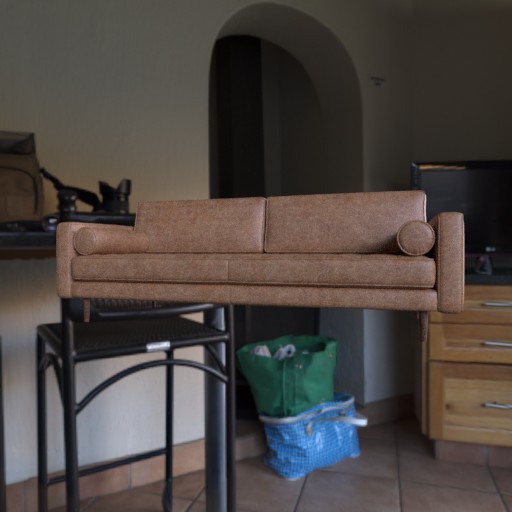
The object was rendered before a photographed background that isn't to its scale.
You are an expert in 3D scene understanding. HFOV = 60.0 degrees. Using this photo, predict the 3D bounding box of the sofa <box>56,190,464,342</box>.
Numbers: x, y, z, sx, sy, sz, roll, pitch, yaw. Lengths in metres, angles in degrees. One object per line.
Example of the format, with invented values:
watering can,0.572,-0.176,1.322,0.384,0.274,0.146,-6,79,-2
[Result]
sofa,0.000,0.000,2.663,2.200,0.770,0.919,0,1,18
